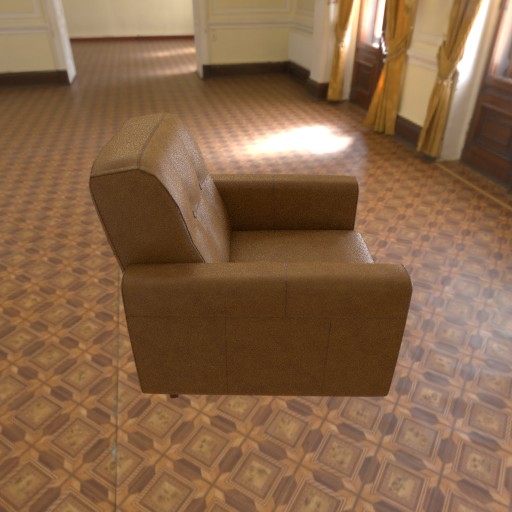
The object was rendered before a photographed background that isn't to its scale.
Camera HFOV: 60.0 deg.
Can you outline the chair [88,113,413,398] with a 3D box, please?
[{"bbox_3d":[0.000,0.000,1.683,0.942,0.968,0.845,-1,32,-1],"label":"chair"}]
